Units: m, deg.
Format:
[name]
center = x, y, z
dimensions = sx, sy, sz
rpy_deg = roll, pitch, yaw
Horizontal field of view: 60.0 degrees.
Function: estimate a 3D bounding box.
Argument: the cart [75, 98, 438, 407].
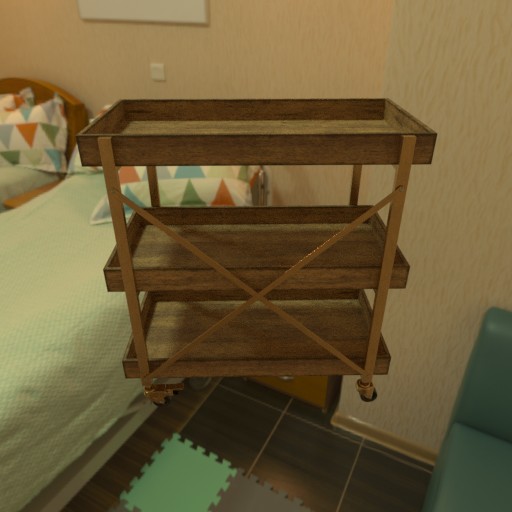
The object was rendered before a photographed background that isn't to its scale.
[cart]
center = 0.000, 0.000, 1.276
dimensions = 0.750, 0.799, 0.416
rpy_deg = -1, 30, -1
